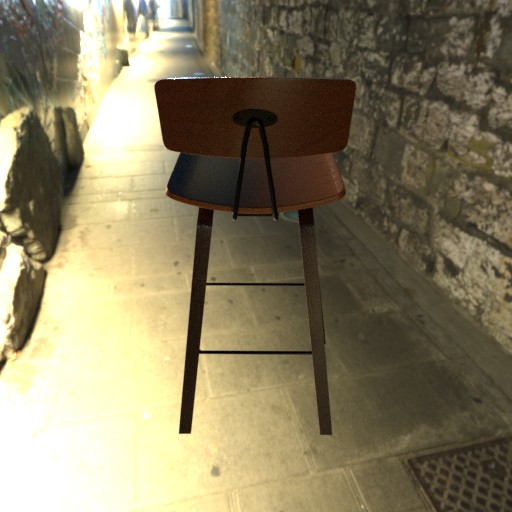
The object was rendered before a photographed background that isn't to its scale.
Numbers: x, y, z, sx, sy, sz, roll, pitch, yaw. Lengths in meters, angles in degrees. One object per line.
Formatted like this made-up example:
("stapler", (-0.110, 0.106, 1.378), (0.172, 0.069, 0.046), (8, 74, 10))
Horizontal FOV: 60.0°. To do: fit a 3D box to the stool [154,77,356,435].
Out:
("stool", (0.000, 0.000, 1.211), (0.509, 0.969, 0.440), (0, 29, 0))
